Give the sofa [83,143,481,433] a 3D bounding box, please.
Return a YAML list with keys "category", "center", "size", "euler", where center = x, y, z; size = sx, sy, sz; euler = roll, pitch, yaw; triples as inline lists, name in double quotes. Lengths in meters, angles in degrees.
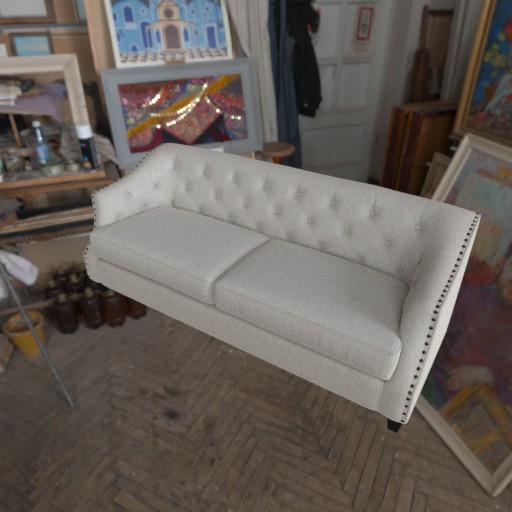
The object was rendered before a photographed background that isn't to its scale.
- category: "sofa"
  center: [0.000, 0.000, 2.721]
  size: [2.235, 0.901, 0.914]
  euler: [19, 36, 28]
